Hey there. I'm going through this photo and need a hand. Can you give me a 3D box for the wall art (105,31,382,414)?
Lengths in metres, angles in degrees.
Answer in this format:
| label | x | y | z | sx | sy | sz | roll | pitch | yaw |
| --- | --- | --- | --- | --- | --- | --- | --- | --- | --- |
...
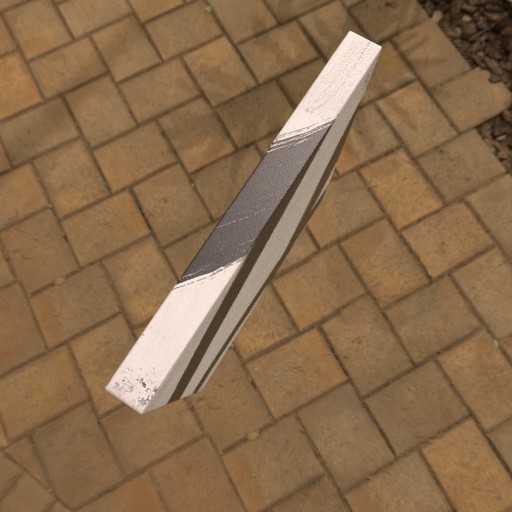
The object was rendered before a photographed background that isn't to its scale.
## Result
| label | x | y | z | sx | sy | sz | roll | pitch | yaw |
| --- | --- | --- | --- | --- | --- | --- | --- | --- | --- |
| wall art | 0.000 | 0.000 | 0.740 | 0.050 | 0.508 | 0.507 | 31 | 78 | 8 |
